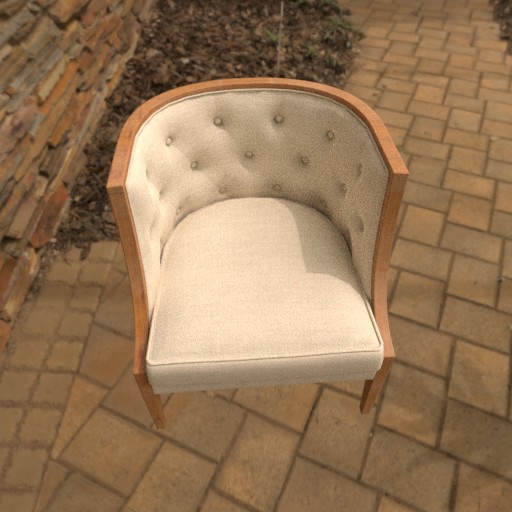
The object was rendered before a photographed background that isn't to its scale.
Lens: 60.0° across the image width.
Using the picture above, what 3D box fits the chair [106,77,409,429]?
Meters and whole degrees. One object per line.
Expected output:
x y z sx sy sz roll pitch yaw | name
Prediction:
0.000 0.000 1.359 0.711 0.775 0.757 -3 47 -3 | chair
